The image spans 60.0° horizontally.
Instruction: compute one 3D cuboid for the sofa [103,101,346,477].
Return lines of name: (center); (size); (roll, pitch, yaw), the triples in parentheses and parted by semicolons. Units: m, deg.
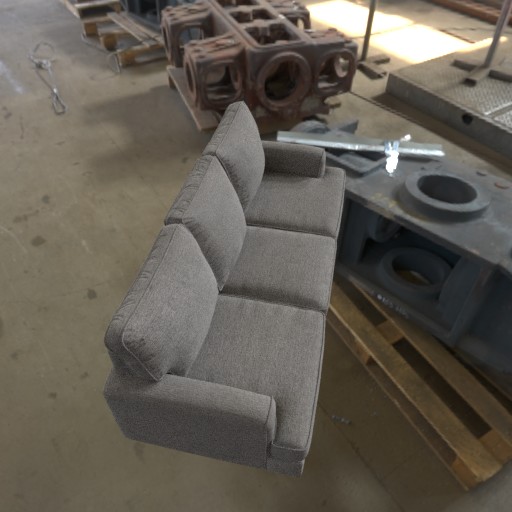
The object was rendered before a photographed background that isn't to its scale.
sofa: (0.000, 0.000, 2.660); (0.951, 0.965, 2.158); (9, 46, 9)
